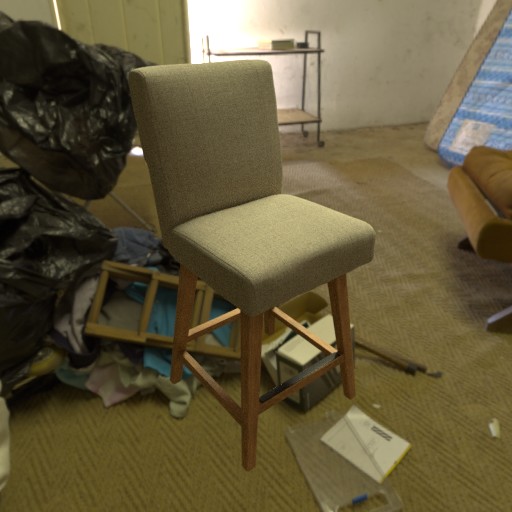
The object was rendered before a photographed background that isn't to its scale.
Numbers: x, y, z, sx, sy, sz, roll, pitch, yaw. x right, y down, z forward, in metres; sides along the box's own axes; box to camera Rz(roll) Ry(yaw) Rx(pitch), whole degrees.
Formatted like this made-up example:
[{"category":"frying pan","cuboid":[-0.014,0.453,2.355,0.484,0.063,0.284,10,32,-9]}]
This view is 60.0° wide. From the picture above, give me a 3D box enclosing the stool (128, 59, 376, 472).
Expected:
[{"category":"stool","cuboid":[0.000,0.000,1.297,0.459,1.010,0.526,-21,35,-33]}]
